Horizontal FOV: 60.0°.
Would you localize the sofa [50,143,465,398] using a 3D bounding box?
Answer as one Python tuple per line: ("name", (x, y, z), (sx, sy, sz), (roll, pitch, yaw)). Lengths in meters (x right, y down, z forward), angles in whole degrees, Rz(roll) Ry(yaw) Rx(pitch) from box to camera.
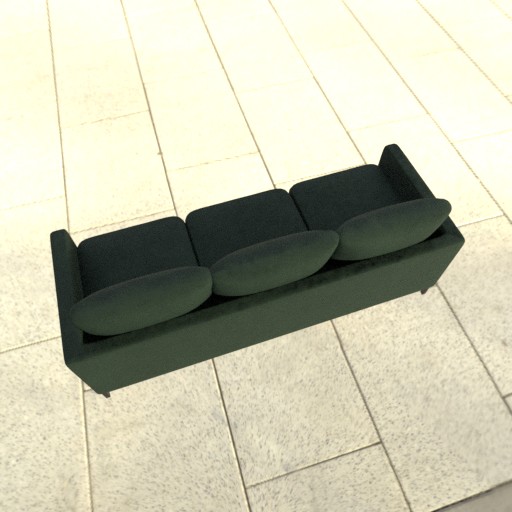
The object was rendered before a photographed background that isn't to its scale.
("sofa", (0.000, 0.000, 2.692), (2.218, 0.870, 0.859), (-16, 59, -10))
